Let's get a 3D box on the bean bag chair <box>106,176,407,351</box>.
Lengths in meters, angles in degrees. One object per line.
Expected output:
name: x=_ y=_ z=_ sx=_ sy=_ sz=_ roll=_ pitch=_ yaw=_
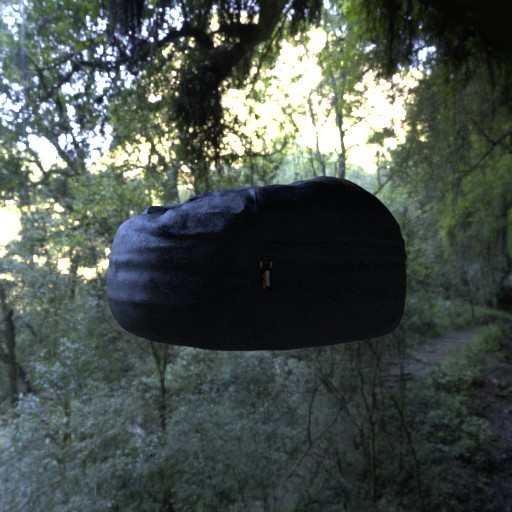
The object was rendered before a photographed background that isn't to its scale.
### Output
bean bag chair: x=0.000 y=0.000 z=2.384 sx=1.525 sy=0.751 sz=1.525 roll=0 pitch=0 yaw=0
